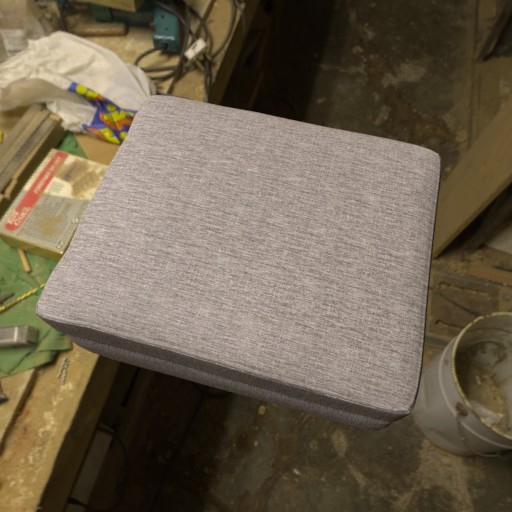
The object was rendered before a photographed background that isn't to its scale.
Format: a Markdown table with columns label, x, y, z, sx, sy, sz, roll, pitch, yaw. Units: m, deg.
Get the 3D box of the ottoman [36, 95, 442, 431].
| label | x | y | z | sx | sy | sz | roll | pitch | yaw |
| --- | --- | --- | --- | --- | --- | --- | --- | --- | --- |
| ottoman | 0.000 | 0.000 | 1.428 | 0.994 | 0.492 | 0.839 | 14 | 64 | 7 |
